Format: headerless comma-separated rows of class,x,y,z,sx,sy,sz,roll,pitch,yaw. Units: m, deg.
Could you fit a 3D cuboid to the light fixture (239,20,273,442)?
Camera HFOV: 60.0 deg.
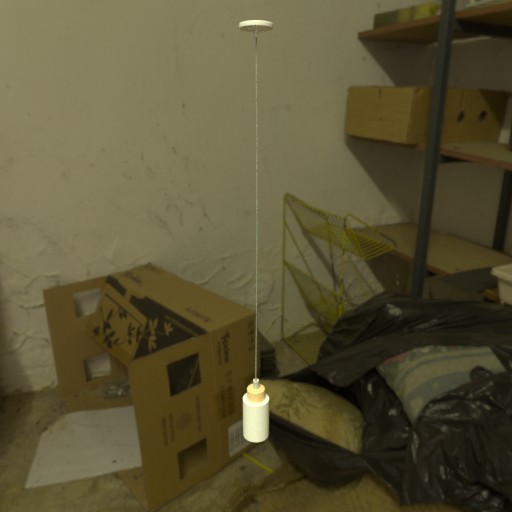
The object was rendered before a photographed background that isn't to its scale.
light fixture,0.000,0.000,1.901,0.125,1.798,0.125,15,22,42
